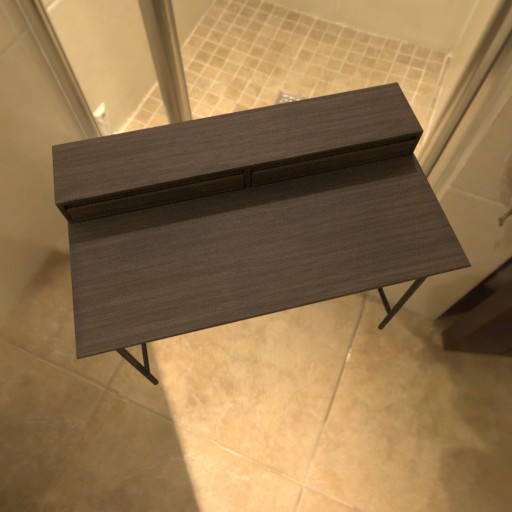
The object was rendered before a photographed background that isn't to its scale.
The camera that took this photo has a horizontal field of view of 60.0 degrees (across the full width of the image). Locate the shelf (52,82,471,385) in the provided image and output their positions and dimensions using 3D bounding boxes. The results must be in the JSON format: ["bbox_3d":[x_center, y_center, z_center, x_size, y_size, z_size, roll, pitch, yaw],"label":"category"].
[{"bbox_3d":[0.000,0.000,1.741,1.212,0.865,0.685,-12,64,-6],"label":"shelf"}]
